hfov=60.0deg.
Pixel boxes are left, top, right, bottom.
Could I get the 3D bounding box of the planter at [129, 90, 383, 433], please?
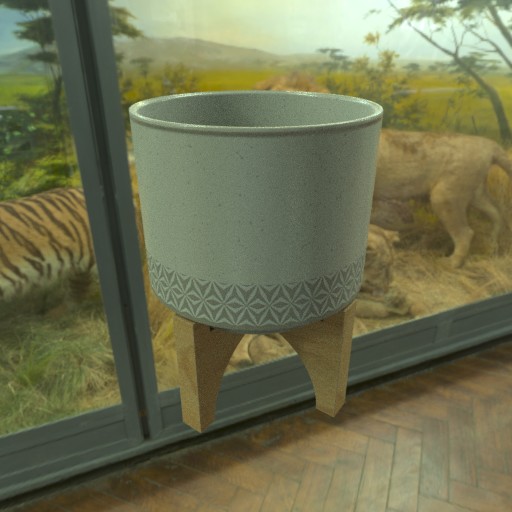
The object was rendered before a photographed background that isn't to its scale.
[{"bbox_3d":[0.000,0.000,0.272,0.130,0.178,0.130,0,27,0],"label":"planter"}]
